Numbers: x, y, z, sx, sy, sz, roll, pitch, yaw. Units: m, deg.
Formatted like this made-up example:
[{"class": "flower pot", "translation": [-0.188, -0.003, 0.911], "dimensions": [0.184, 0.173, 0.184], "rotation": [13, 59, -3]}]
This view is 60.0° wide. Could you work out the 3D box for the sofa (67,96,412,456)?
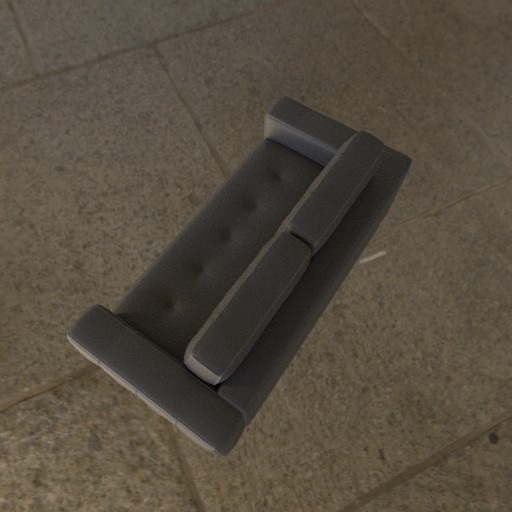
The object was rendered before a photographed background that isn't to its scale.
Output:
[{"class": "sofa", "translation": [0.000, 0.000, 2.247], "dimensions": [0.833, 0.892, 1.726], "rotation": [32, 68, 15]}]
